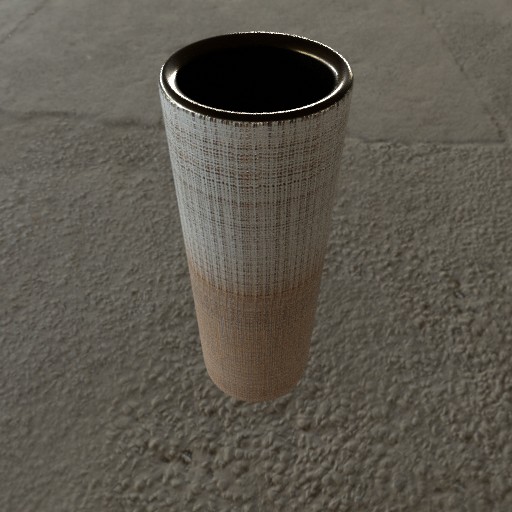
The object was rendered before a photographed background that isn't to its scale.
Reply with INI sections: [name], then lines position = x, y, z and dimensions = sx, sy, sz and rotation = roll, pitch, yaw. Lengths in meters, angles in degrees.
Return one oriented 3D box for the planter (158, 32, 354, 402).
[planter]
position = 0.000, 0.000, 0.325
dimensions = 0.099, 0.278, 0.099
rotation = 3, 47, 3
